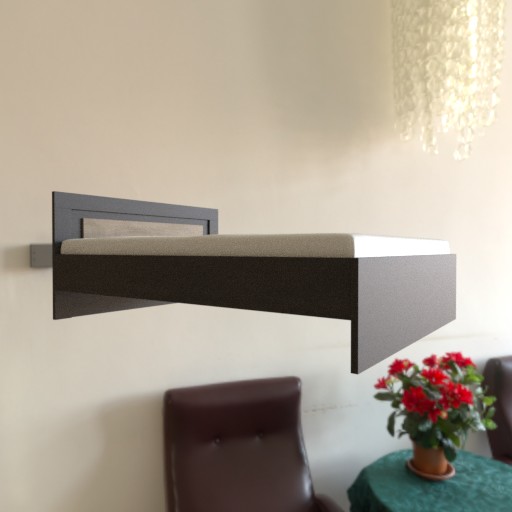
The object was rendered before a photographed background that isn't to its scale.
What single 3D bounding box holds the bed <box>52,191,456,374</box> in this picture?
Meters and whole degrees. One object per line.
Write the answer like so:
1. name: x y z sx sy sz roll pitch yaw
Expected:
1. bed: 0.000 0.000 2.855 2.073 0.823 1.585 1 1 36
